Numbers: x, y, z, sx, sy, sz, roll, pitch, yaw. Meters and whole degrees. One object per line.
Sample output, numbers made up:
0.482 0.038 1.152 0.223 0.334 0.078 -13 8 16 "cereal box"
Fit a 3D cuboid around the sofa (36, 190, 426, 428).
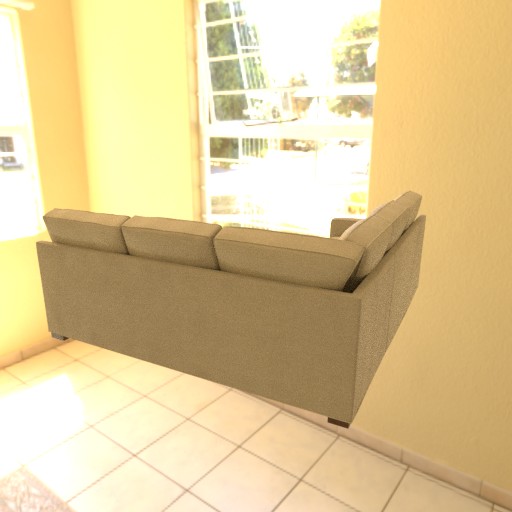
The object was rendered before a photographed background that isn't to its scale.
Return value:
0.000 0.000 3.443 2.189 0.939 2.182 8 18 26 "sofa"
